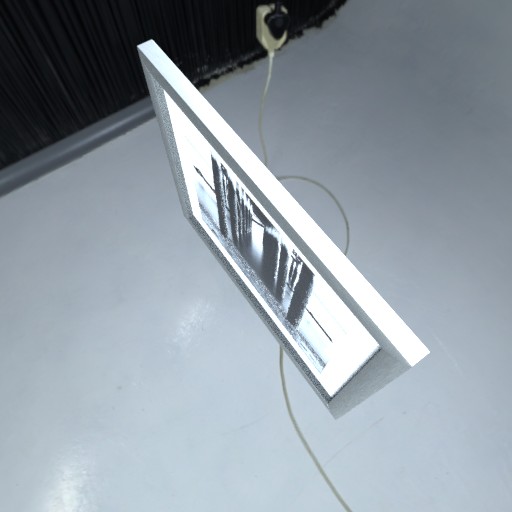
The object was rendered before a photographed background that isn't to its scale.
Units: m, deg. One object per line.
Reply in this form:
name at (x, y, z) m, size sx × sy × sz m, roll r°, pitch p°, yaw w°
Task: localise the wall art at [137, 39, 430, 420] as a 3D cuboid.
wall art at (0.000, 0.000, 0.737) m, size 0.028 × 0.457 × 0.556 m, roll -32°, pitch 68°, yaw -15°
